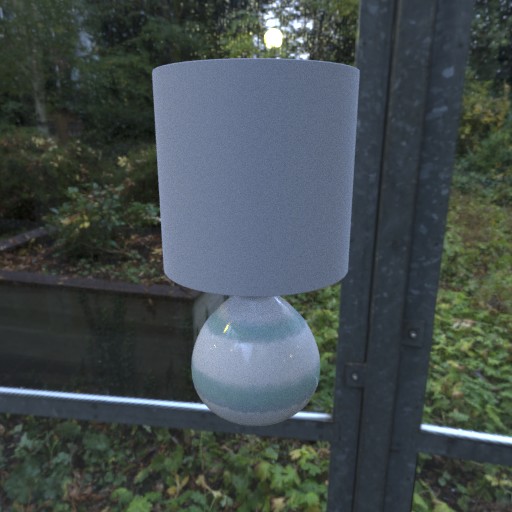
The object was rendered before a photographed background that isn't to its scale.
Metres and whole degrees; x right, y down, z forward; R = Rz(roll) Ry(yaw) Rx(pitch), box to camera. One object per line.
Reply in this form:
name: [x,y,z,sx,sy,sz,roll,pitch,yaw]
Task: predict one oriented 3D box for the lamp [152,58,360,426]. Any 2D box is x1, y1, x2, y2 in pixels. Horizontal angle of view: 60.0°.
lamp: [0.000,0.000,0.528,0.217,0.404,0.217,8,18,25]
